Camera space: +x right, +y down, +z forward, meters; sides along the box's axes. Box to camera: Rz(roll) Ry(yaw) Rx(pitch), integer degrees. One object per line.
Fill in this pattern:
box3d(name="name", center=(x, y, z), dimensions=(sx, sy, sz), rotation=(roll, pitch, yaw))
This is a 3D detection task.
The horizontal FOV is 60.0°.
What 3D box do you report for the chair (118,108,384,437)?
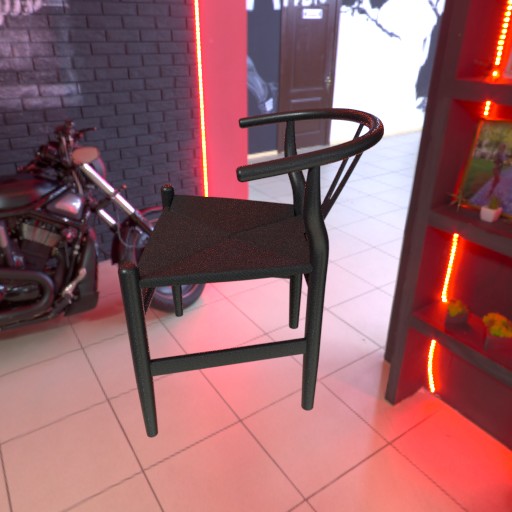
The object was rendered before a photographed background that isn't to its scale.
box3d(name="chair", center=(0.000, 0.000, 1.196), dimensions=(0.579, 0.730, 0.569), rotation=(-1, 27, -1))
